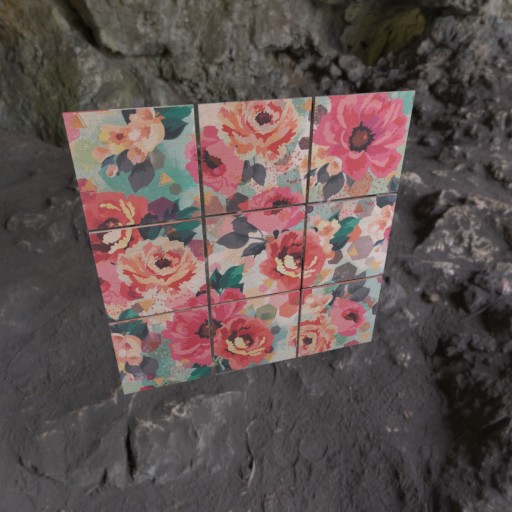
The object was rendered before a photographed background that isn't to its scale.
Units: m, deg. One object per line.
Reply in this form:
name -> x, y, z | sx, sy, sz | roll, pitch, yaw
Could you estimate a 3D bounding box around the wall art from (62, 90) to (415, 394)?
wall art -> 0.000, 0.000, 2.246 | 1.521, 1.519, 0.013 | -9, 32, -14
